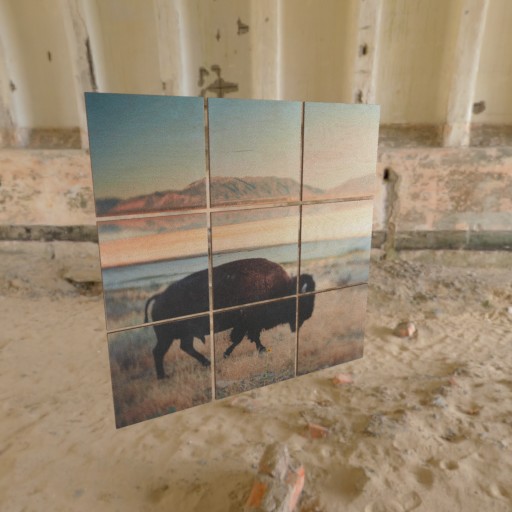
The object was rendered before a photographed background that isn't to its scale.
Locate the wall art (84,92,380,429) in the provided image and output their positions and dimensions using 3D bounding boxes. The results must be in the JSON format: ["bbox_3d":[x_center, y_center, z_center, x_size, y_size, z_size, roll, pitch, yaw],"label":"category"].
[{"bbox_3d":[0.000,0.000,1.825,1.221,1.218,0.019,-8,17,-27],"label":"wall art"}]
